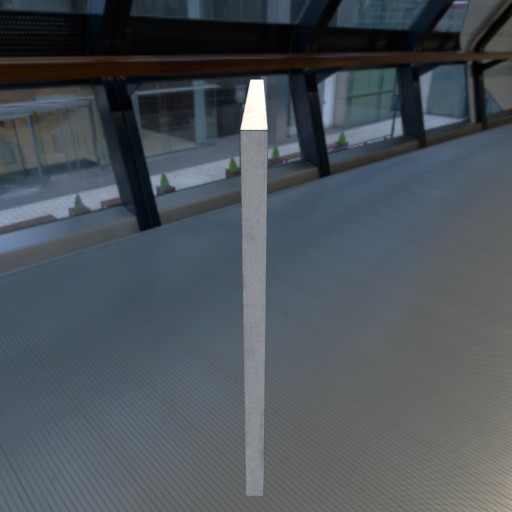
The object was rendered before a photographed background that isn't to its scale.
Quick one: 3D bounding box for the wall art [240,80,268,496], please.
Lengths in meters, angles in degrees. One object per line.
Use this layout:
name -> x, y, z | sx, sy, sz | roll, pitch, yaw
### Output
wall art -> 0.000, 0.000, 1.113 | 0.038, 0.762, 0.762 | 0, 26, 0
